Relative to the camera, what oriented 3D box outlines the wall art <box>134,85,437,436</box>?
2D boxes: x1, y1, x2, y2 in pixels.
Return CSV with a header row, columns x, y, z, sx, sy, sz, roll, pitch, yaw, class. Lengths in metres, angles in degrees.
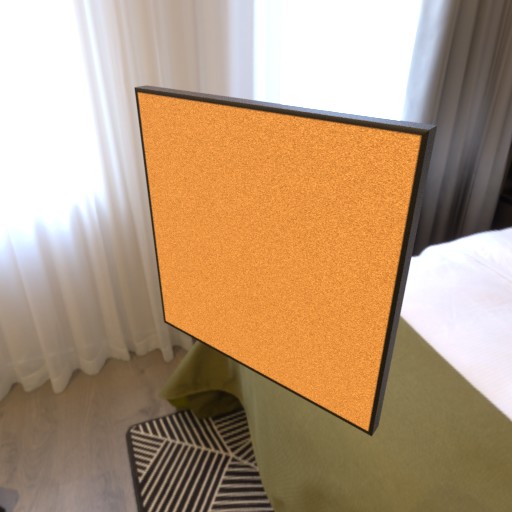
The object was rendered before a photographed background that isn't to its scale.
x,y,z,sx,sy,sz,roll,pitch,yaw,class
0.000,0.000,1.153,0.769,0.766,0.042,20,35,32,wall art
